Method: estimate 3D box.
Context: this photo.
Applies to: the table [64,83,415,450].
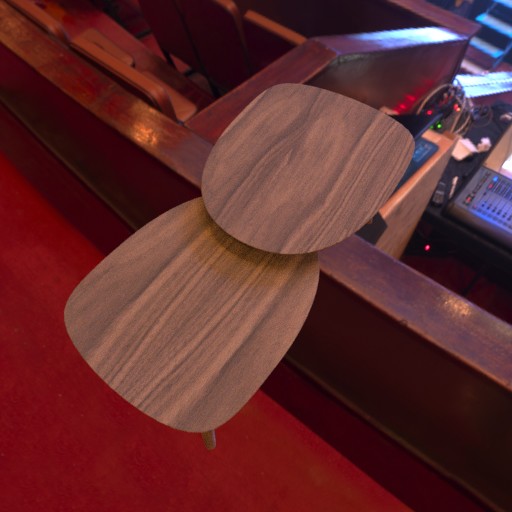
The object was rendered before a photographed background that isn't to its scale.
[{"bbox_3d":[0.000,0.000,1.337,0.527,0.429,1.084,31,63,18],"label":"table"}]
